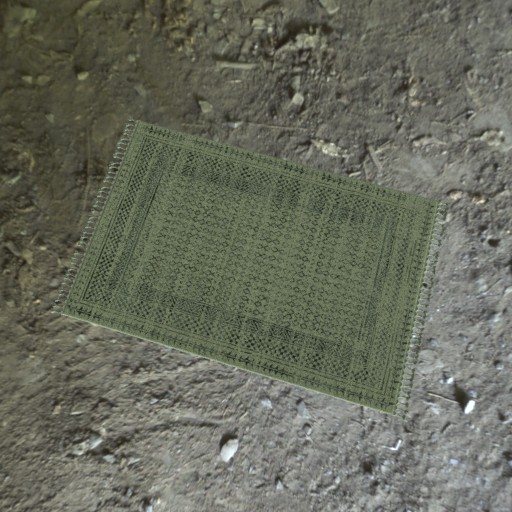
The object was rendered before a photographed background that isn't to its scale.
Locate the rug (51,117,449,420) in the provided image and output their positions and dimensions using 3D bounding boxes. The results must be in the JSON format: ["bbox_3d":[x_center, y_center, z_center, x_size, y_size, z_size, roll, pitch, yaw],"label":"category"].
[{"bbox_3d":[0.000,0.000,3.097,2.486,0.013,1.548,16,77,4],"label":"rug"}]
